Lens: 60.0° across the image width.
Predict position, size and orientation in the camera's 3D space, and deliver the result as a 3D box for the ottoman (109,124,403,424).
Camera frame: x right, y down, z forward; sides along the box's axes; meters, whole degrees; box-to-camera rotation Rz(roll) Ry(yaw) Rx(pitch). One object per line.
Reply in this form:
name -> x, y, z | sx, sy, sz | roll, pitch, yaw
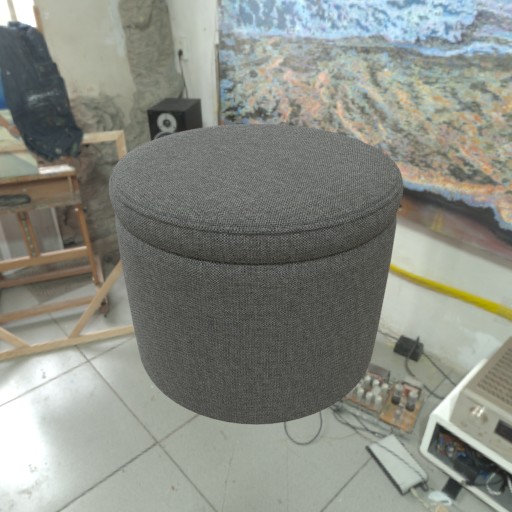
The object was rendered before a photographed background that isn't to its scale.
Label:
ottoman -> 0.000, 0.000, 0.902 | 0.520, 0.430, 0.520 | 0, 32, 0
